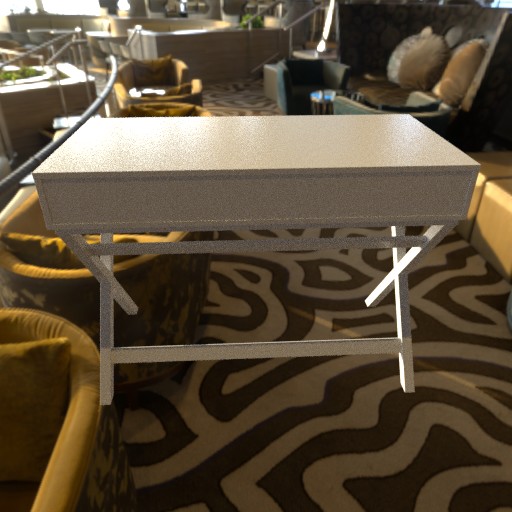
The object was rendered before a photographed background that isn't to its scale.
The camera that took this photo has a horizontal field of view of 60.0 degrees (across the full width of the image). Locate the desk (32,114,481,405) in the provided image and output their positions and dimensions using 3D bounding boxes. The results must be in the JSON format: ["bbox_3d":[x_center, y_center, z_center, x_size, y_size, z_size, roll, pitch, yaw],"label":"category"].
[{"bbox_3d":[0.000,0.000,1.457,1.059,0.780,0.509,-1,31,-2],"label":"desk"}]
